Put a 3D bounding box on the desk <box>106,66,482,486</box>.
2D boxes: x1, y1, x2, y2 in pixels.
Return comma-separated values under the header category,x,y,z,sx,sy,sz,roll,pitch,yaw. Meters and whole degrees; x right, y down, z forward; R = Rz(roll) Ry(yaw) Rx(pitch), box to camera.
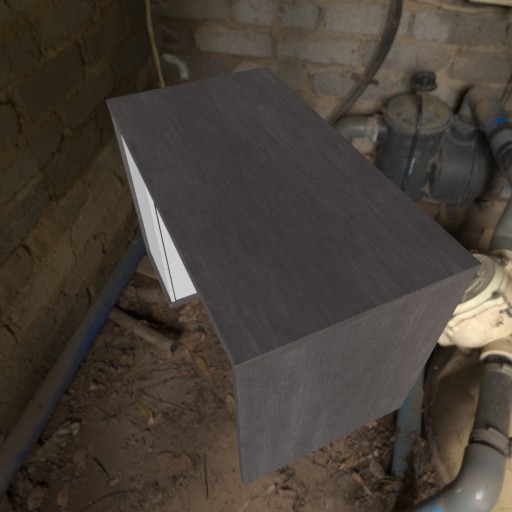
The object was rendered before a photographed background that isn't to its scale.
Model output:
category,x,y,z,sx,sy,sz,roll,pitch,yaw
desk,0.000,0.000,1.515,0.600,0.750,1.100,-19,50,-17
